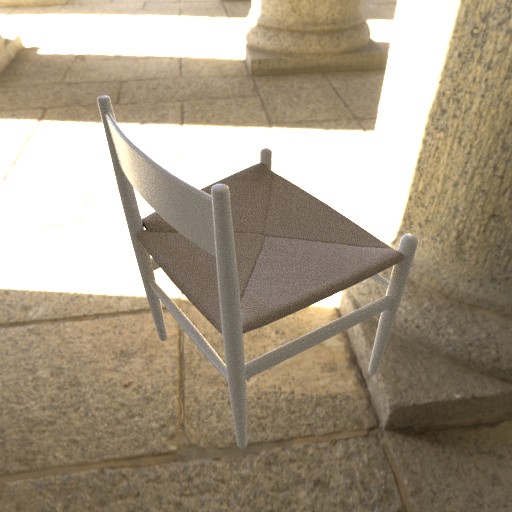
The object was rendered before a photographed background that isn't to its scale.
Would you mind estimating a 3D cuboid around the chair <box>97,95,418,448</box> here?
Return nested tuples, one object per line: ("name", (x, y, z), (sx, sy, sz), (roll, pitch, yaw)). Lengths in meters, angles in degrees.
("chair", (0.000, 0.000, 1.097), (0.495, 0.762, 0.556), (-26, 46, -27))
